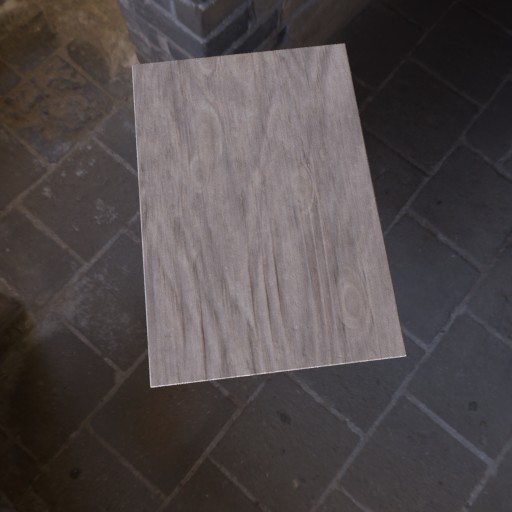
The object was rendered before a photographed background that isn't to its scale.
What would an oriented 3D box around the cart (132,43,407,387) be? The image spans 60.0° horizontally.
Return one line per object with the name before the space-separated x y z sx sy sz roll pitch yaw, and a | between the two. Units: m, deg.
cart | 0.000 0.000 1.160 0.403 0.839 0.584 -7 76 -2
